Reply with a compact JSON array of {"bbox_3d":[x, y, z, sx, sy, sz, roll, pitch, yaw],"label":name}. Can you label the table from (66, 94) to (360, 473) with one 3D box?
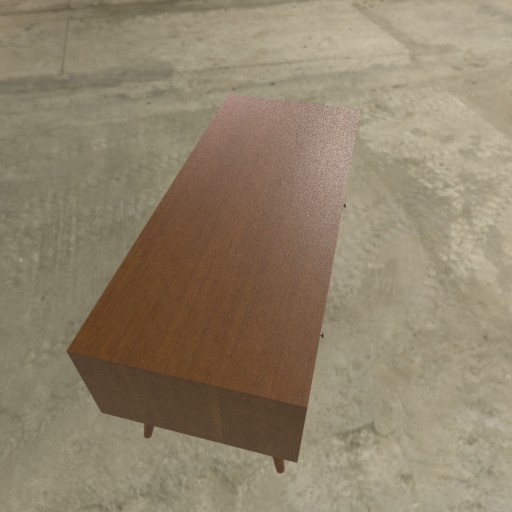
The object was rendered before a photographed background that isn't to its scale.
[{"bbox_3d":[0.000,0.000,1.375,0.490,0.464,1.119,10,47,10],"label":"table"}]
